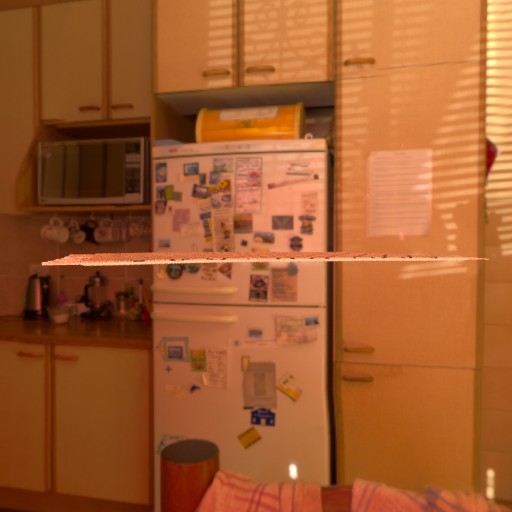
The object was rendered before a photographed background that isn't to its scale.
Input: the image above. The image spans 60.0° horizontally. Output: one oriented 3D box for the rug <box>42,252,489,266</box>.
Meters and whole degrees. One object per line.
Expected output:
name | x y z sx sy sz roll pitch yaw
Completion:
rug | 0.000 0.000 3.171 2.615 0.029 1.664 -1 2 -18
